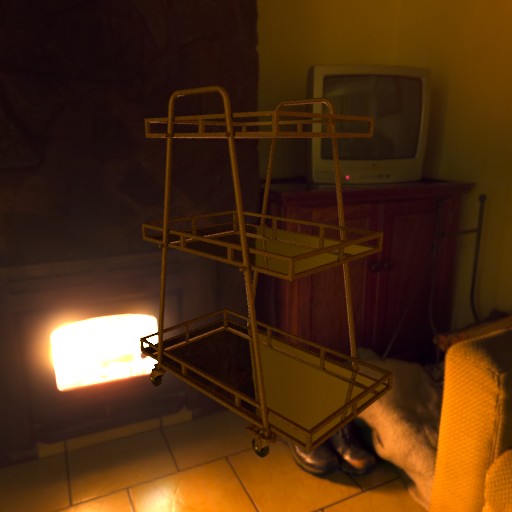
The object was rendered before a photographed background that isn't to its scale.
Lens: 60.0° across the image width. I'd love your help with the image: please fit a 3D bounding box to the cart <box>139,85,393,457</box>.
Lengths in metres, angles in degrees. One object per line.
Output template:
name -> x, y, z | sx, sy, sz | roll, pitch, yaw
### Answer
cart -> 0.000, 0.000, 1.281 | 0.711, 0.883, 0.441 | 14, 20, 43
